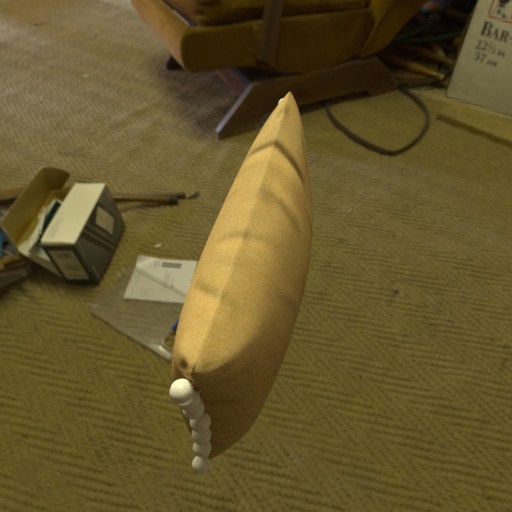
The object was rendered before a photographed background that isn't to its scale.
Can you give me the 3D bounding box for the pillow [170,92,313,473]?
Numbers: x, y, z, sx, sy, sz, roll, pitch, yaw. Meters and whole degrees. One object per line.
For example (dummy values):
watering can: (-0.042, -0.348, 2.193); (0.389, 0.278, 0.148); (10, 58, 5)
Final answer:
pillow: (0.000, 0.000, 0.834); (0.201, 0.322, 0.709); (10, 49, 9)
